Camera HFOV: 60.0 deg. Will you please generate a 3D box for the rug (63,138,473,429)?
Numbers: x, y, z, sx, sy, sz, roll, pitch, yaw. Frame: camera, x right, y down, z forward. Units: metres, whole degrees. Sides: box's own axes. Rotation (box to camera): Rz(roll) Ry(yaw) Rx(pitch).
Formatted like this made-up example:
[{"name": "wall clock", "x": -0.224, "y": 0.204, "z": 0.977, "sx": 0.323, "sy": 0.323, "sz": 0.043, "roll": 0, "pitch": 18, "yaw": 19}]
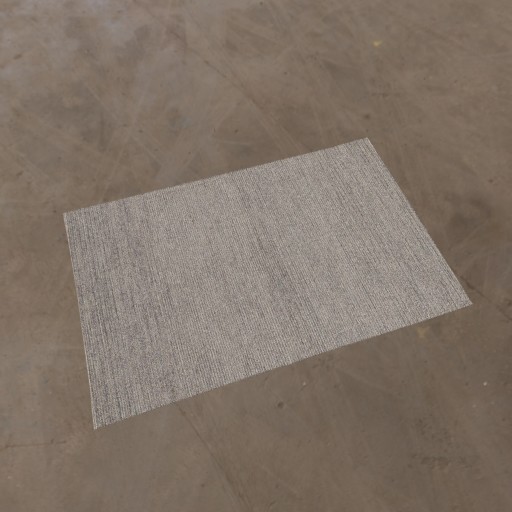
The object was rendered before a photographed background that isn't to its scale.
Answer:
[{"name": "rug", "x": 0.000, "y": 0.000, "z": 2.246, "sx": 1.804, "sy": 0.022, "sz": 1.162, "roll": -16, "pitch": 60, "yaw": -9}]
